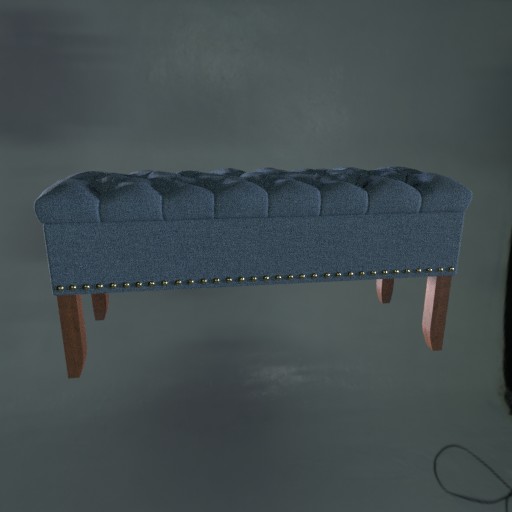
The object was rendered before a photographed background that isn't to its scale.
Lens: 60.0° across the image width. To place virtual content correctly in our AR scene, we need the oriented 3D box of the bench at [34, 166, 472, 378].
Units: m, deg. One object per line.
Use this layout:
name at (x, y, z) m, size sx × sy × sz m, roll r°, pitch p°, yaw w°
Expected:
bench at (0.000, 0.000, 1.295) m, size 1.052 × 0.492 × 0.417 m, roll -2°, pitch 17°, yaw -8°
